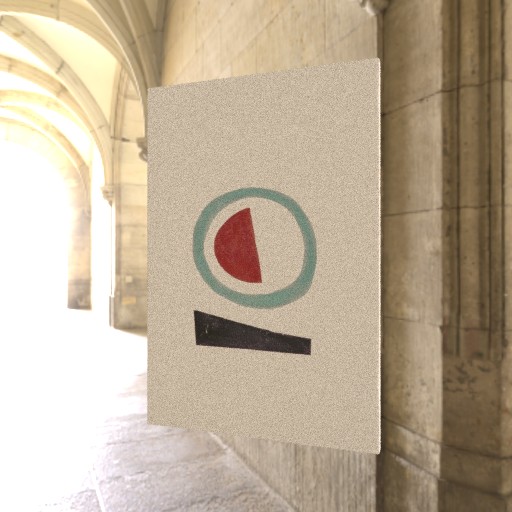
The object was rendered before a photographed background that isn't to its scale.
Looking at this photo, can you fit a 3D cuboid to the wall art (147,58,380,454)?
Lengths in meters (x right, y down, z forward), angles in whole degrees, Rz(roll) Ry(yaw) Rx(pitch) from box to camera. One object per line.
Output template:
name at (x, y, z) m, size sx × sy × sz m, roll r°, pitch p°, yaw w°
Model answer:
wall art at (0.000, 0.000, 1.116) m, size 0.602 × 0.902 × 0.048 m, roll 0°, pitch 0°, yaw 18°
